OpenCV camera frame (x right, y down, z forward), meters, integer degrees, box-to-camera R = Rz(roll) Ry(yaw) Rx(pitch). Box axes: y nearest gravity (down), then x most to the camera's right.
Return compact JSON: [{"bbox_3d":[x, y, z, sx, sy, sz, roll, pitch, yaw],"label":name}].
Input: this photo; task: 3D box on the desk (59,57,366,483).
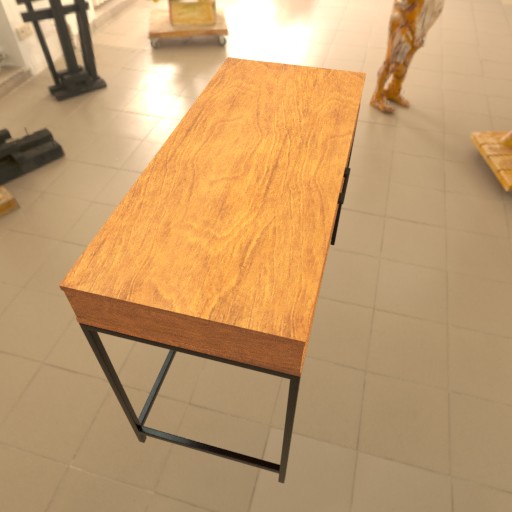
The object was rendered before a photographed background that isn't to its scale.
[{"bbox_3d":[0.000,0.000,1.379,0.470,0.762,1.016,11,48,10],"label":"desk"}]
